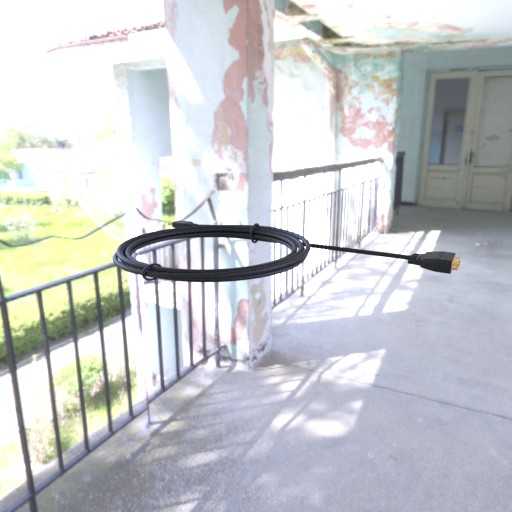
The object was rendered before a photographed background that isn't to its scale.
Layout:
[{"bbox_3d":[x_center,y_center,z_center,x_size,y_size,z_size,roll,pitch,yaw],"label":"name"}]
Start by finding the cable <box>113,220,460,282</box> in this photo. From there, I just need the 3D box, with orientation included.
[{"bbox_3d":[0.000,0.000,0.521,0.422,0.030,0.257,8,17,28],"label":"cable"}]
